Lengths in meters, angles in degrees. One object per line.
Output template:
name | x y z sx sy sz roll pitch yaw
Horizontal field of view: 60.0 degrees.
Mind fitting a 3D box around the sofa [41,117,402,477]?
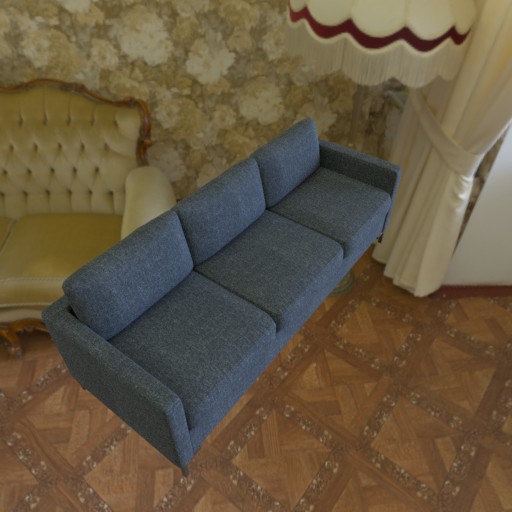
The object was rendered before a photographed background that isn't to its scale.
sofa | 0.000 0.000 2.656 0.859 0.874 2.218 27 49 26
